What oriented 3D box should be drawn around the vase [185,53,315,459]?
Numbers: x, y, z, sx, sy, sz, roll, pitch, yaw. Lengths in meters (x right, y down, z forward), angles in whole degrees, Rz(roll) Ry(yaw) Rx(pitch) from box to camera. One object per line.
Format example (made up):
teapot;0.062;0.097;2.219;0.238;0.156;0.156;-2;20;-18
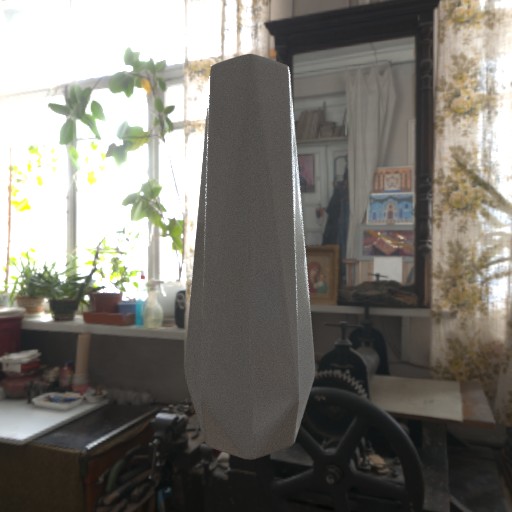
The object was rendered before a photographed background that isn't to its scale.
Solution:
vase;0.000;0.000;0.397;0.116;0.329;0.122;0;0;-19
